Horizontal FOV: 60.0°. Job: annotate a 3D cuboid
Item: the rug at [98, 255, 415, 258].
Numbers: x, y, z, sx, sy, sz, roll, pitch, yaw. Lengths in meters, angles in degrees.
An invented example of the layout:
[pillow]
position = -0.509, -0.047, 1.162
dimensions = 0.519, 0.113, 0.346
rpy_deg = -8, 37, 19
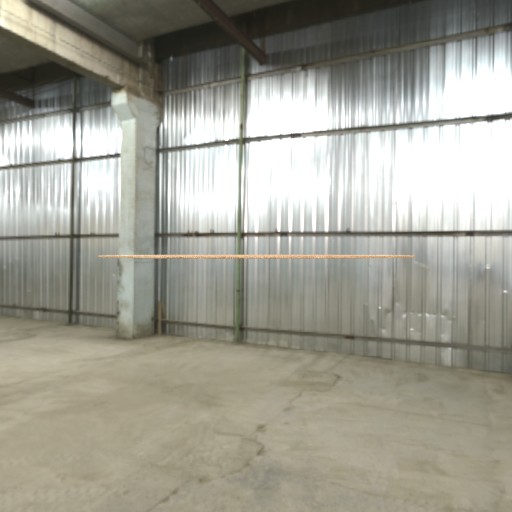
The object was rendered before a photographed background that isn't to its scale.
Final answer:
[rug]
position = 0.000, 0.000, 3.631
dimensions = 2.444, 0.015, 2.444
rpy_deg = 0, 0, 0
